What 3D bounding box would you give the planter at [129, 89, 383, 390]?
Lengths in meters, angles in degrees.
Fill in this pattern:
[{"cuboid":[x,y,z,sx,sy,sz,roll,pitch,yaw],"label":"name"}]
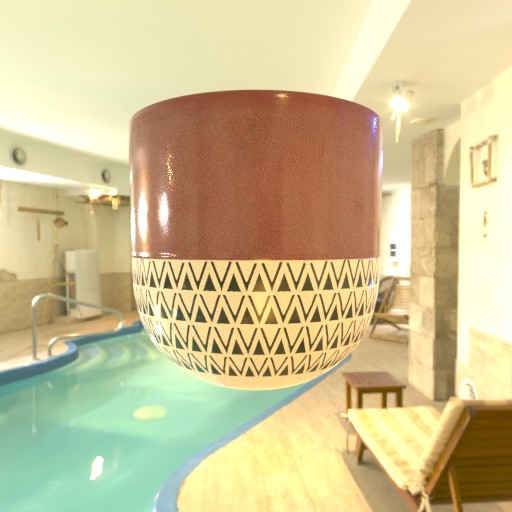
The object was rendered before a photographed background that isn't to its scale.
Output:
[{"cuboid":[0.000,0.000,0.485,0.266,0.270,0.266,0,1,0],"label":"planter"}]
